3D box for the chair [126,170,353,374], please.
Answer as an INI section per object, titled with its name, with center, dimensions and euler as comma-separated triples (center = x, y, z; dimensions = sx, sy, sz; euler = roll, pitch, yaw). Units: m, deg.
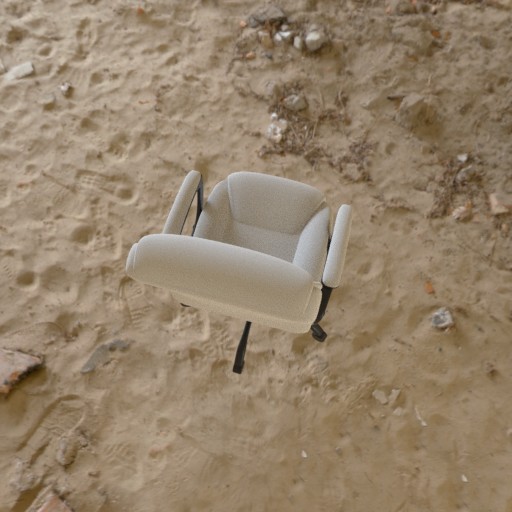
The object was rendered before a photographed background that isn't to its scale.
[chair]
center = 0.000, 0.000, 1.497
dimensions = 0.663, 1.065, 0.669
euler = 14, 66, 6
